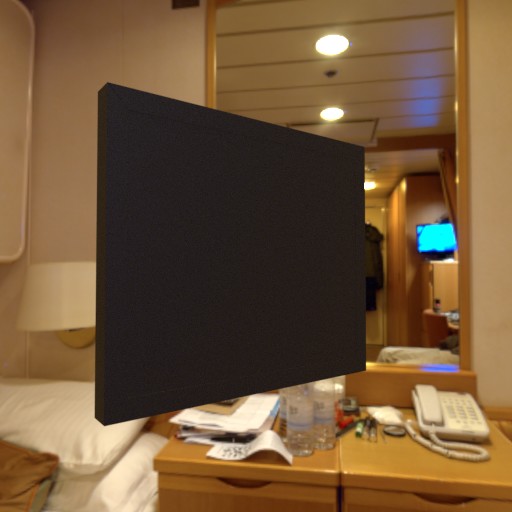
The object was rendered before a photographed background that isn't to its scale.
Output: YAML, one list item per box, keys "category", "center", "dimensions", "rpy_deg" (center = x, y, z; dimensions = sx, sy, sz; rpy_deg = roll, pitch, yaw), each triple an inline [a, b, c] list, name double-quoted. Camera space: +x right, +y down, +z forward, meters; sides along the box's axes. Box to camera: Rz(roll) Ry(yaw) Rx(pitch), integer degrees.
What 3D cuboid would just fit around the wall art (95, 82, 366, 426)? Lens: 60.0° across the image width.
- category: "wall art"
  center: [0.000, 0.000, 0.550]
  dimensions: [0.381, 0.330, 0.029]
  rpy_deg: [1, -2, -37]
